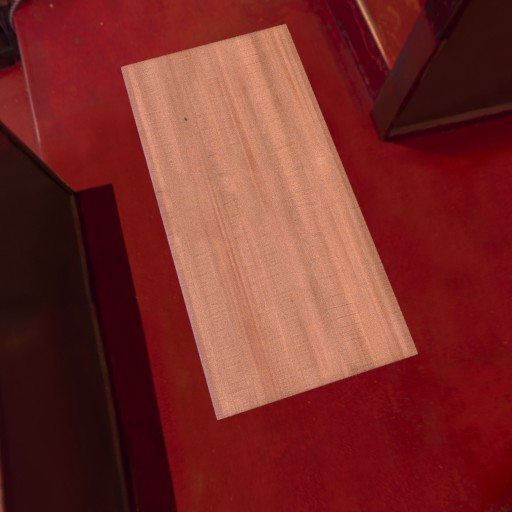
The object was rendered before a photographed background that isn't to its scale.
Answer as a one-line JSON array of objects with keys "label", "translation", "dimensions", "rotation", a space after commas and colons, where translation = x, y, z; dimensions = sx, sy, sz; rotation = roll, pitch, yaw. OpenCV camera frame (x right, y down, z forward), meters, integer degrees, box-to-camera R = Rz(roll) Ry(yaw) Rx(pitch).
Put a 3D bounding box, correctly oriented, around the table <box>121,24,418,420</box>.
[{"label": "table", "translation": [0.000, 0.000, 1.035], "dimensions": [0.300, 0.701, 0.599], "rotation": [-17, 75, -5]}]
